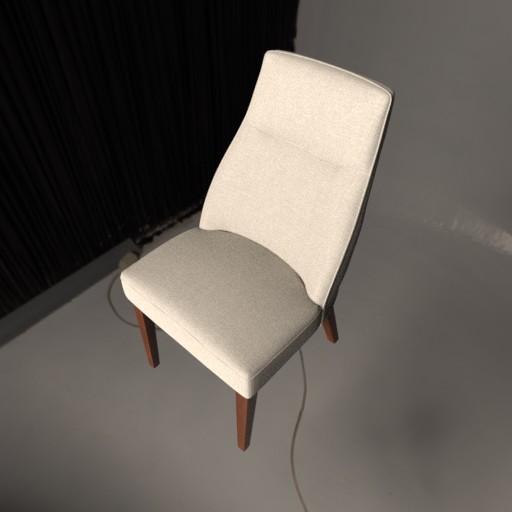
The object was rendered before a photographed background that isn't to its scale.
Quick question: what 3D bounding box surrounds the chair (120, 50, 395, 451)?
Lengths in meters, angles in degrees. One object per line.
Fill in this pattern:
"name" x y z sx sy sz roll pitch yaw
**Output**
"chair" 0.000 0.000 1.276 0.500 0.930 0.620 33 54 27
